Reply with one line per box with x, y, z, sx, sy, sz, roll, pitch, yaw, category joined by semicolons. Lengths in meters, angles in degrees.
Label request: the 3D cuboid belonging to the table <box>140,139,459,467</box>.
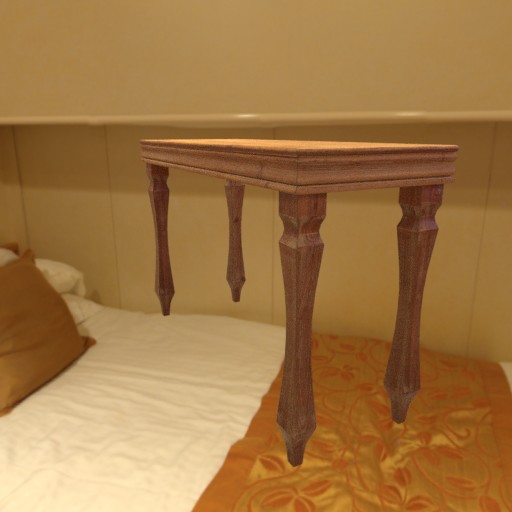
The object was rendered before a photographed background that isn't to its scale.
0.000;0.000;1.750;0.522;0.873;1.330;-8;18;-27;table
